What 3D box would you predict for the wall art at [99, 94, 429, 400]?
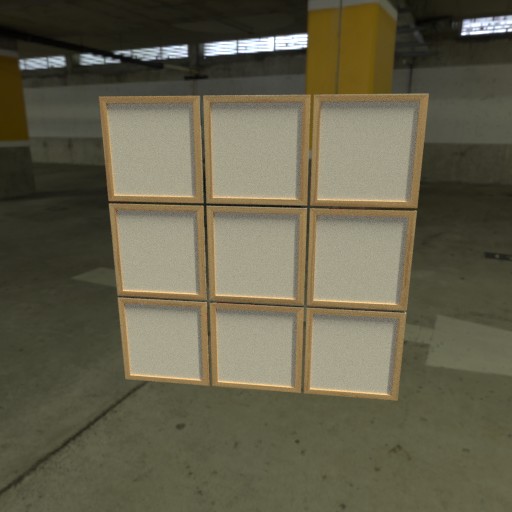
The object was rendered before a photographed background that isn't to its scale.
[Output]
[{"bbox_3d":[0.000,0.000,1.339,0.904,0.913,0.013,2,16,8],"label":"wall art"}]
